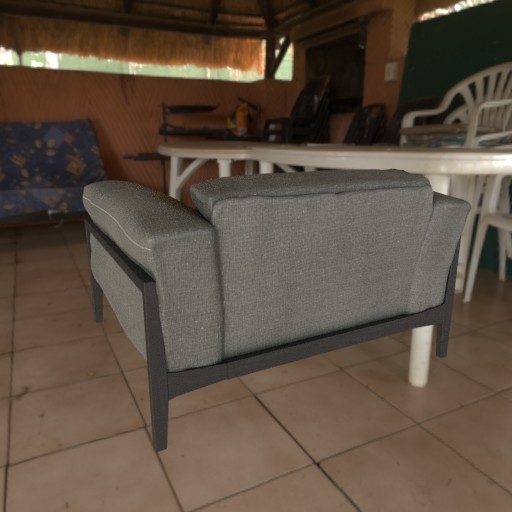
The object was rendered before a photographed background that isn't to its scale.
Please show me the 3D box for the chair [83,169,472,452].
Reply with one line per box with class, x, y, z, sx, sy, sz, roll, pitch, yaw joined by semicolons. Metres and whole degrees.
chair;0.000;0.000;1.606;1.056;0.646;0.969;-8;17;-27
